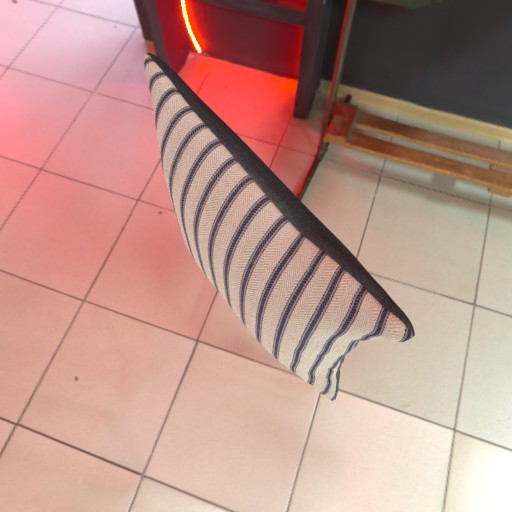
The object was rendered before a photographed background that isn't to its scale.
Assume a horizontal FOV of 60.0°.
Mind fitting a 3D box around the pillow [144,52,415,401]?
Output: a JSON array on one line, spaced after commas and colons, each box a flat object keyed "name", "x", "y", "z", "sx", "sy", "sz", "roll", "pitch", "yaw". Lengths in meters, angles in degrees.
[{"name": "pillow", "x": 0.000, "y": 0.000, "z": 0.679, "sx": 0.138, "sy": 0.444, "sz": 0.468, "roll": -35, "pitch": 70, "yaw": -15}]
